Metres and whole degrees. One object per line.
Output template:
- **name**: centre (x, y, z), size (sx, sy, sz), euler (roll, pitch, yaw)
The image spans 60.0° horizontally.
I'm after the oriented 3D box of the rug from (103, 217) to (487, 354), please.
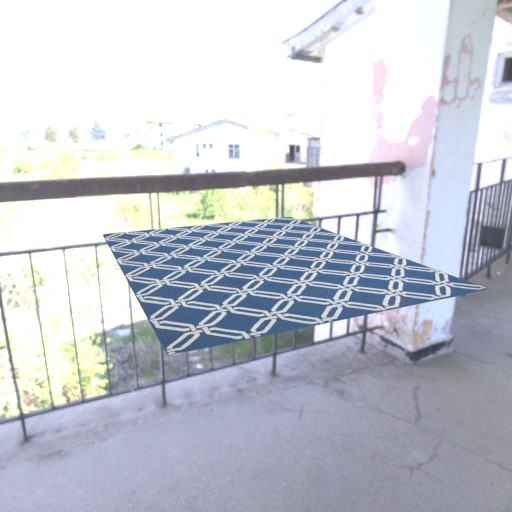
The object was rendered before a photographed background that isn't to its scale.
- **rug**: centre (0.000, 0.000, 3.896), size (2.277, 0.020, 2.867), euler (-7, 18, -24)
